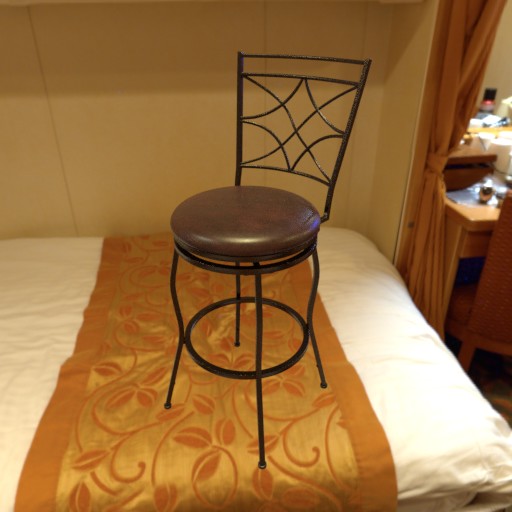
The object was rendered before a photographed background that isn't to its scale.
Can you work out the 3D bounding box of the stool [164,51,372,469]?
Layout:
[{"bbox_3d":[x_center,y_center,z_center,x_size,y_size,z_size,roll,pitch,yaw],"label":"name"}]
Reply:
[{"bbox_3d":[0.000,0.000,1.379,0.434,1.117,0.534,19,34,30],"label":"stool"}]
